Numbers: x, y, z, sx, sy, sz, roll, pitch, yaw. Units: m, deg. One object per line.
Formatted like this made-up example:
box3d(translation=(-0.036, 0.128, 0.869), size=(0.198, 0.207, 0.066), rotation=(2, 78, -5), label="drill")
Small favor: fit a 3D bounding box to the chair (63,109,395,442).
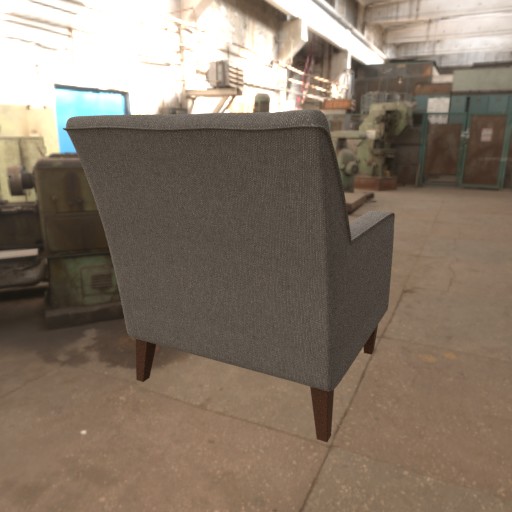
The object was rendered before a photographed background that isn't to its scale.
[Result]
box3d(translation=(0.000, 0.000, 1.549), size=(0.780, 0.919, 0.899), rotation=(8, 17, 27), label="chair")
